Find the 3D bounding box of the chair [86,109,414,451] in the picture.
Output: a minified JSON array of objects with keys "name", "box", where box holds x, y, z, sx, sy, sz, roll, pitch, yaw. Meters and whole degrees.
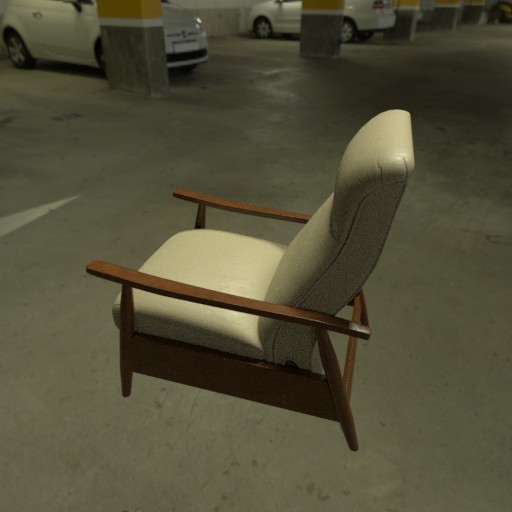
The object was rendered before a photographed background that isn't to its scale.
[{"name":"chair","box":[0.000,0.000,1.756,1.014,1.082,0.762,8,31,13]}]
